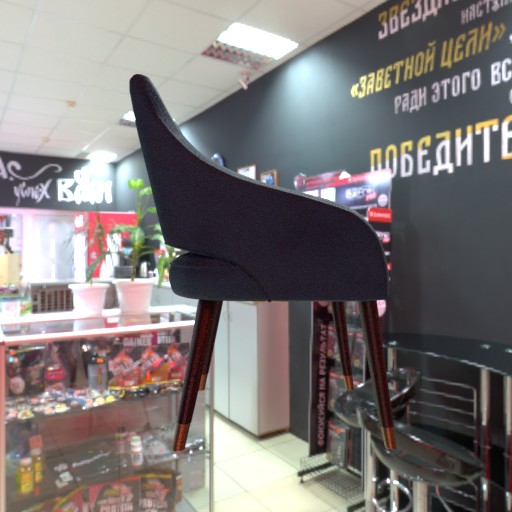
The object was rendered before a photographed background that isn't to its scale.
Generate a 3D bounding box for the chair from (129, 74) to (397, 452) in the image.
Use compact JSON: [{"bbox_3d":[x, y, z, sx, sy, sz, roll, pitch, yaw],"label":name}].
[{"bbox_3d":[0.000,0.000,1.512,0.794,1.081,0.683,0,1,-1],"label":"chair"}]
